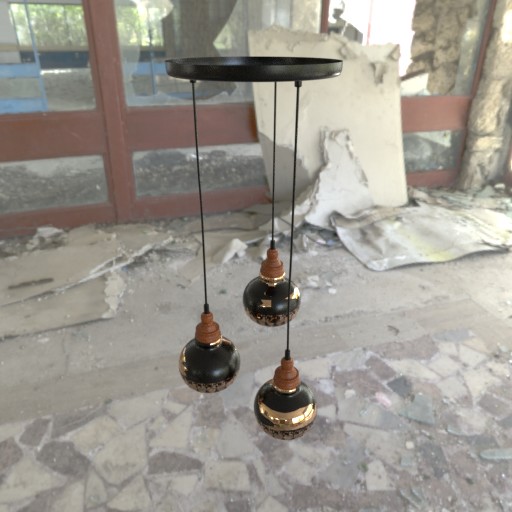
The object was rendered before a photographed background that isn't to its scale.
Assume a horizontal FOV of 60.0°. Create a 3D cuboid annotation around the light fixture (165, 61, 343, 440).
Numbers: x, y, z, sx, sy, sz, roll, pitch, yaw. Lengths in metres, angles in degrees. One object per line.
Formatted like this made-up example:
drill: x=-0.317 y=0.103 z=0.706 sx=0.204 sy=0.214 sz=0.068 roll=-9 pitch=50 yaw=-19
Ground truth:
light fixture: x=0.000 y=0.000 z=1.741 sx=0.608 sy=1.410 sz=0.605 roll=8 pitch=28 yaw=15
